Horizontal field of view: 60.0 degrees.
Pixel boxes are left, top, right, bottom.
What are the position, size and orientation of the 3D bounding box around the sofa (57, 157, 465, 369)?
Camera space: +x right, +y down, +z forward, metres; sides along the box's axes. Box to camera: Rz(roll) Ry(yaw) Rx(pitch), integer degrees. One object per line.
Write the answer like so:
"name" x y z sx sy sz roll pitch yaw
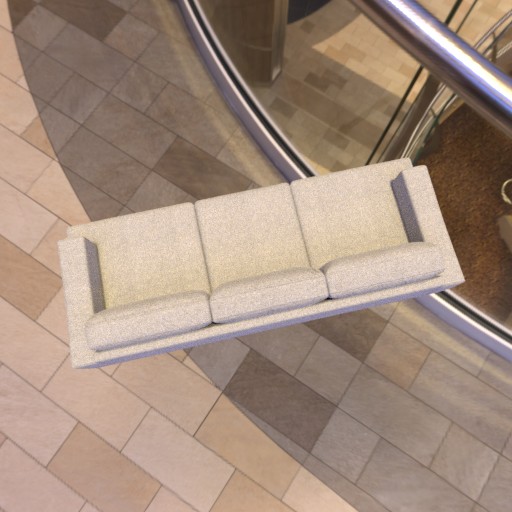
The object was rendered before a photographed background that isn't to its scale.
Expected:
"sofa" 0.000 0.000 2.781 2.310 0.810 0.920 -12 77 -3
